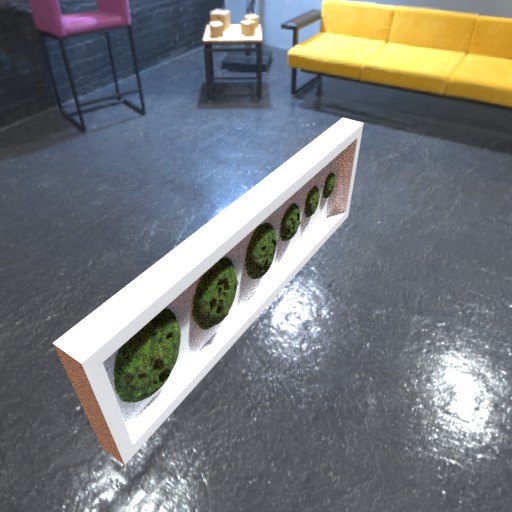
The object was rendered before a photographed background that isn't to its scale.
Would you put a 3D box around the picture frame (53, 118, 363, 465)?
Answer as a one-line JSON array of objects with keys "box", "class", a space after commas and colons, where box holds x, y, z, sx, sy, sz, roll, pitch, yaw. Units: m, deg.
[{"box": [0.000, 0.000, 0.819, 0.050, 0.250, 0.759, 24, 46, 25], "class": "picture frame"}]
